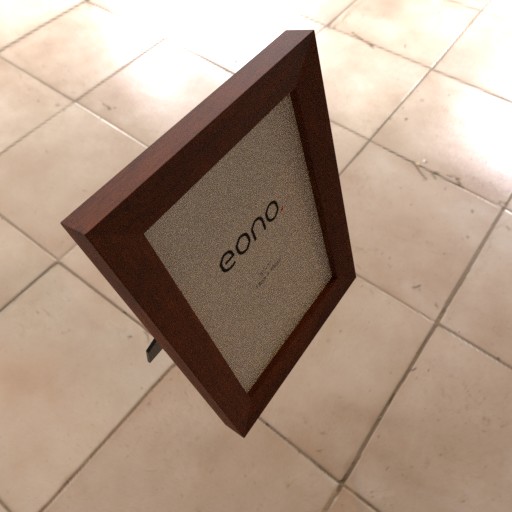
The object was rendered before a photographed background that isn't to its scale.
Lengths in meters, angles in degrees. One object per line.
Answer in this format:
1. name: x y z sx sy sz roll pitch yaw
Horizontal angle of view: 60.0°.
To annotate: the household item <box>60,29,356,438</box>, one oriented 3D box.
1. household item: 0.000 0.000 0.279 0.096 0.204 0.160 32 64 18
